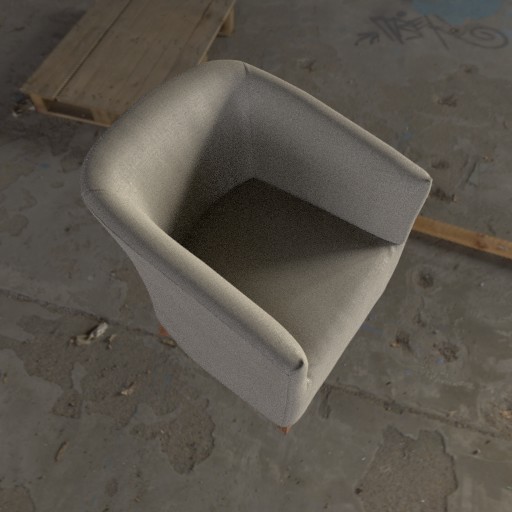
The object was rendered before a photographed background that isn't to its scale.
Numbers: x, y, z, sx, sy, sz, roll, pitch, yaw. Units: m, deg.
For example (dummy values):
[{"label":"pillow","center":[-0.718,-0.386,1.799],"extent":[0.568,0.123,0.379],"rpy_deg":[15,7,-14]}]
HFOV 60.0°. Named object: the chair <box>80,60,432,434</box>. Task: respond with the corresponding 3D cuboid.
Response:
[{"label":"chair","center":[0.000,0.000,1.249],"extent":[0.668,0.771,0.600],"rpy_deg":[32,64,18]}]
